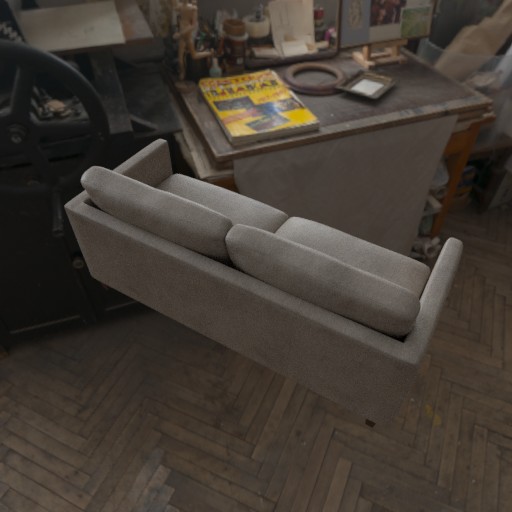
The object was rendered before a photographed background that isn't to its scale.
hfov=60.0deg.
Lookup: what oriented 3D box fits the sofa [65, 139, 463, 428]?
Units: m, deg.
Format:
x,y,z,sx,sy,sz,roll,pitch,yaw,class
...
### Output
x,y,z,sx,sy,sz,roll,pitch,yaw,class
0.000,0.000,2.779,2.208,0.965,0.951,23,50,21,sofa
